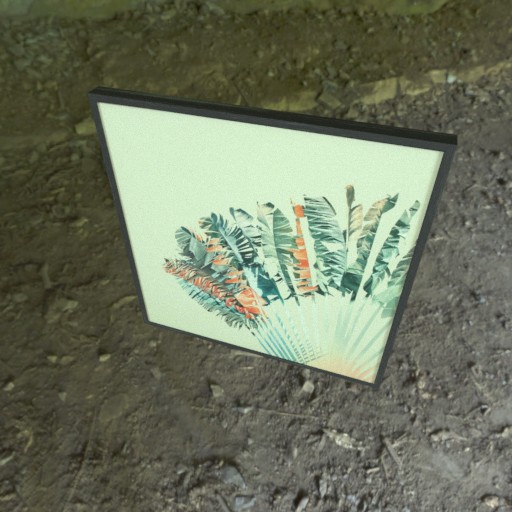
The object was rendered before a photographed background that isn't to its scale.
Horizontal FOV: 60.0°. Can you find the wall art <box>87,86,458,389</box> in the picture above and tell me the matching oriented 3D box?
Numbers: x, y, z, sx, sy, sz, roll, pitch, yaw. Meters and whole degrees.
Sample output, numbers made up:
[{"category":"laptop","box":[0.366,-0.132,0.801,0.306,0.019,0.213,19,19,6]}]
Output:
[{"category":"wall art","box":[0.000,0.000,1.133,0.762,0.758,0.043,13,42,14]}]
